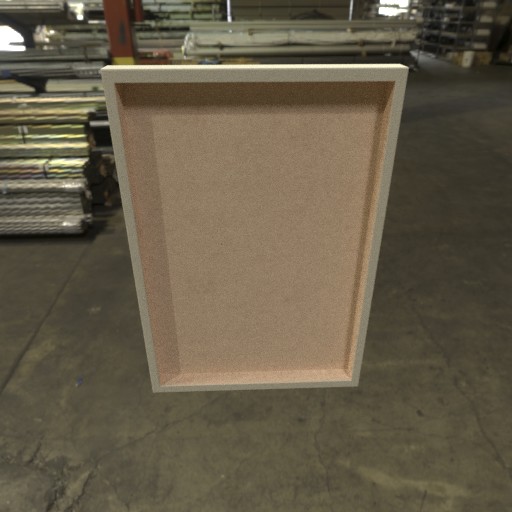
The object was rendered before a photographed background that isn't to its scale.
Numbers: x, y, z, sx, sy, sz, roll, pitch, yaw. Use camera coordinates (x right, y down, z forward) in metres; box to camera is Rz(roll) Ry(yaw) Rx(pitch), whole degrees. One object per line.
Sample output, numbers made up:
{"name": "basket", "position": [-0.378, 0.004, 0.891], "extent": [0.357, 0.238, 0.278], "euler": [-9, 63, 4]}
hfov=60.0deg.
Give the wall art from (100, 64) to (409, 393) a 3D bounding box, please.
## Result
{"name": "wall art", "position": [0.000, 0.000, 0.768], "extent": [0.418, 0.608, 0.038], "euler": [-1, 30, -2]}
